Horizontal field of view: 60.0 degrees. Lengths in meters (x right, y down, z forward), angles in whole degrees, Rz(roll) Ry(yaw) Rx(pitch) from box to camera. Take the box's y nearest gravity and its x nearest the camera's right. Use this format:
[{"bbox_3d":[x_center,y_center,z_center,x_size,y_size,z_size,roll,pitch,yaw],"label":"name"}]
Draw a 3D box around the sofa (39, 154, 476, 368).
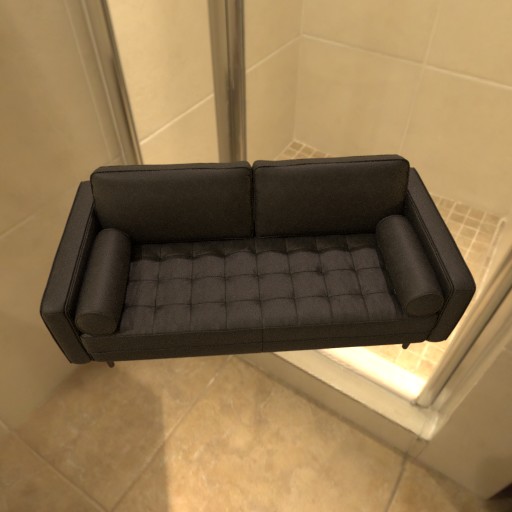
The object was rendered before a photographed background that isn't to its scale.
[{"bbox_3d":[0.000,0.000,2.285,1.879,0.770,0.921,-3,47,-3],"label":"sofa"}]
